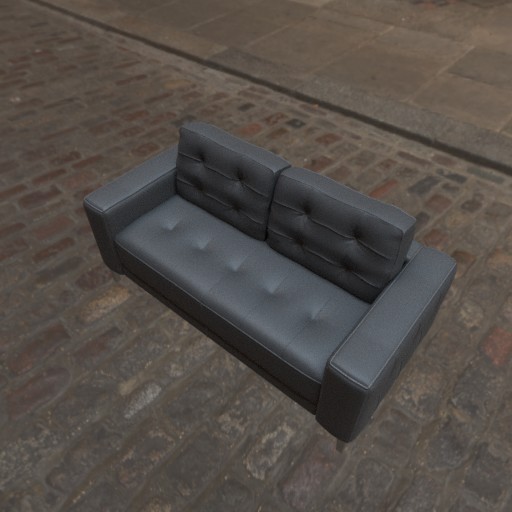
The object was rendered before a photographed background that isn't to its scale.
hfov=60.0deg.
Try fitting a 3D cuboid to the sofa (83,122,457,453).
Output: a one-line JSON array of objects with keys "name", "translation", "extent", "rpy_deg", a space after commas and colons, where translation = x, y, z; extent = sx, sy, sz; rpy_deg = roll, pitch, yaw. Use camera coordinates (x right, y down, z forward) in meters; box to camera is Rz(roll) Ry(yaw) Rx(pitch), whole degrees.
[{"name": "sofa", "translation": [0.000, 0.000, 2.270], "extent": [1.726, 0.893, 0.833], "rpy_deg": [31, 53, 26]}]
